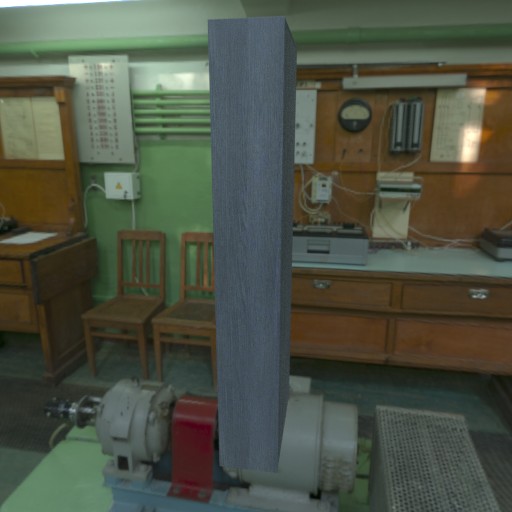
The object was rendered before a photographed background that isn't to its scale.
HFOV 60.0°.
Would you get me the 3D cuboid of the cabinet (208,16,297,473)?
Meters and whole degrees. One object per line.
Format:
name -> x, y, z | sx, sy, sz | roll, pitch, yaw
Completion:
cabinet -> 0.000, 0.000, 1.799 | 0.255, 1.630, 0.520 | 3, 16, 9
